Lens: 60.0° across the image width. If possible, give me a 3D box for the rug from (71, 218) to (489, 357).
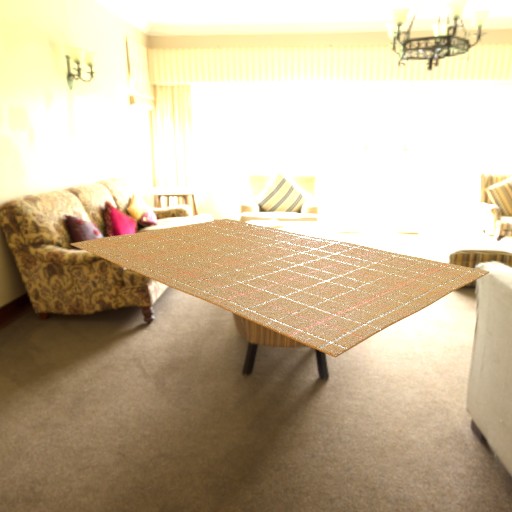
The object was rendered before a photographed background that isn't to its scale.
[{"bbox_3d":[0.000,0.000,2.986,1.524,0.015,2.439,-14,21,-42],"label":"rug"}]
